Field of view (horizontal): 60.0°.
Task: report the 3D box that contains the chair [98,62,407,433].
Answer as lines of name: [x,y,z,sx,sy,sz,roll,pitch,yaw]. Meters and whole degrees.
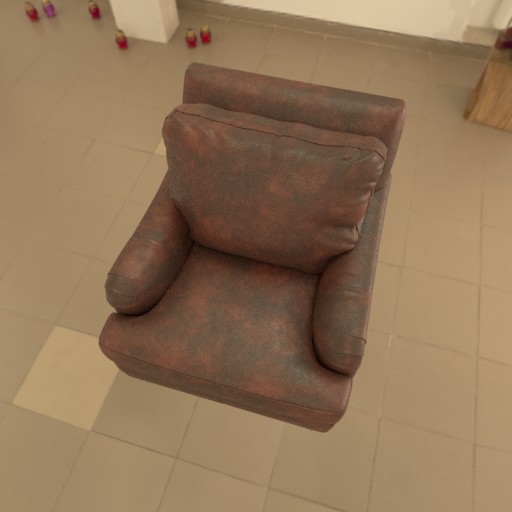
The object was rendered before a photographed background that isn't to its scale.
chair: [0.000,0.000,1.879,0.987,1.051,1.156,14,59,8]
